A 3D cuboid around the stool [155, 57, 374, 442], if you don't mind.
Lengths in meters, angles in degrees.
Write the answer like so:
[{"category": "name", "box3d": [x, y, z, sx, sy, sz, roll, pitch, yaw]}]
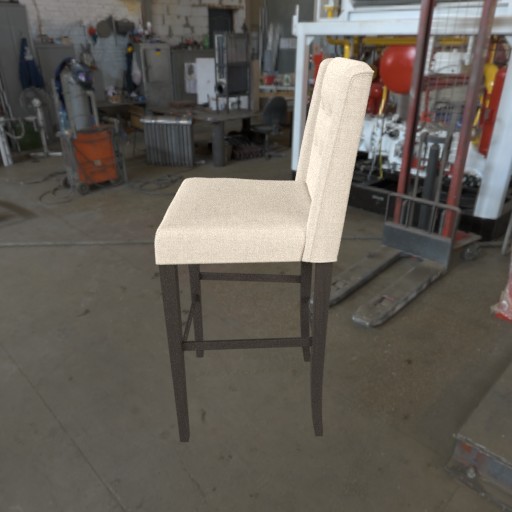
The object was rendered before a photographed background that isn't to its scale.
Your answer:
[{"category": "stool", "box3d": [0.000, 0.000, 1.373, 0.509, 1.116, 0.474, 0, 26, 0]}]
